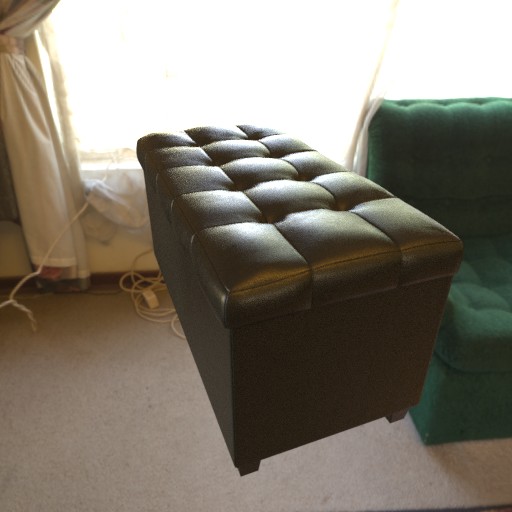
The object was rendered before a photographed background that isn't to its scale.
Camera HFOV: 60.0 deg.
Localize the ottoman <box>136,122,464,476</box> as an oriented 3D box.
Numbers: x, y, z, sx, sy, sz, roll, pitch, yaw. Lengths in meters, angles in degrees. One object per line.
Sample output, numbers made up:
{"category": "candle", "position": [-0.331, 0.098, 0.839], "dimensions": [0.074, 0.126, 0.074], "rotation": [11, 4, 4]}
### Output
{"category": "ottoman", "position": [0.000, 0.000, 1.089], "dimensions": [0.432, 0.470, 0.838], "rotation": [-11, 32, -18]}
